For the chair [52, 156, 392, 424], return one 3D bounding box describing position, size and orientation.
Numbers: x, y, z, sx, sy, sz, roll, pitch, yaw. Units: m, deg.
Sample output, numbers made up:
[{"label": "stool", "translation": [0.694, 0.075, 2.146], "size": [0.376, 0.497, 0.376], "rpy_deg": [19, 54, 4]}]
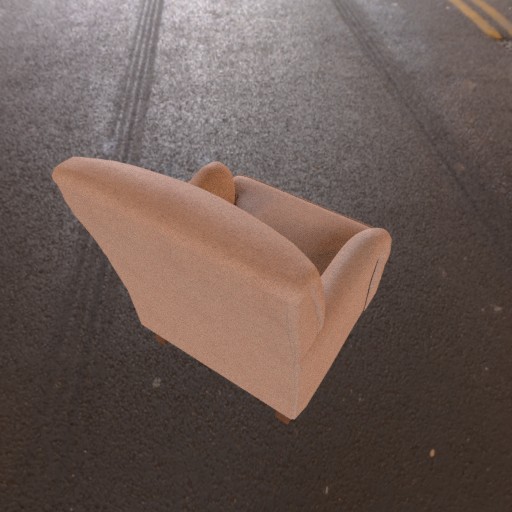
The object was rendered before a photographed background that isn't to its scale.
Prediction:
[{"label": "chair", "translation": [0.000, 0.000, 1.792], "size": [0.879, 1.119, 0.953], "rpy_deg": [26, 52, 22]}]
